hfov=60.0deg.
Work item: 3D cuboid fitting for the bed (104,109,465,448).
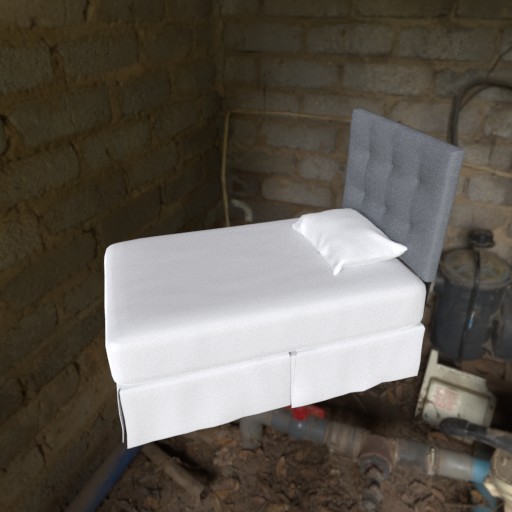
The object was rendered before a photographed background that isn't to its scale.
[{"bbox_3d":[0.000,0.000,2.925,1.997,1.571,1.261,-8,31,-15],"label":"bed"}]
